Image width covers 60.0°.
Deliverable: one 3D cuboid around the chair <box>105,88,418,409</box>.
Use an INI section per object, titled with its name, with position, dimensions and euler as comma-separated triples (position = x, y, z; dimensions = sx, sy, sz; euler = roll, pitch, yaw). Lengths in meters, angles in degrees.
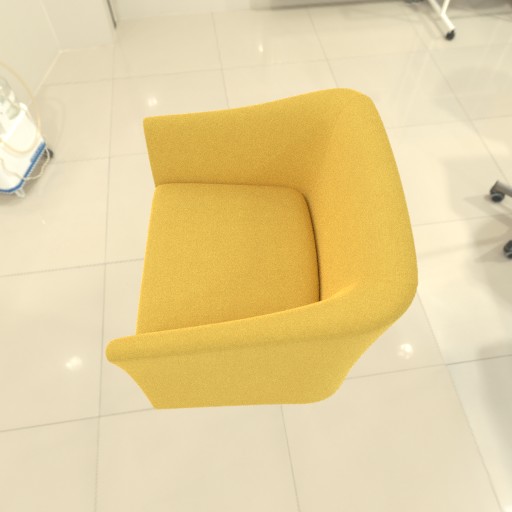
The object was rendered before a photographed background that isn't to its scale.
[chair]
position = 0.000, 0.000, 1.360
dimensions = 0.700, 0.720, 0.790
euler = -1, 57, -1
